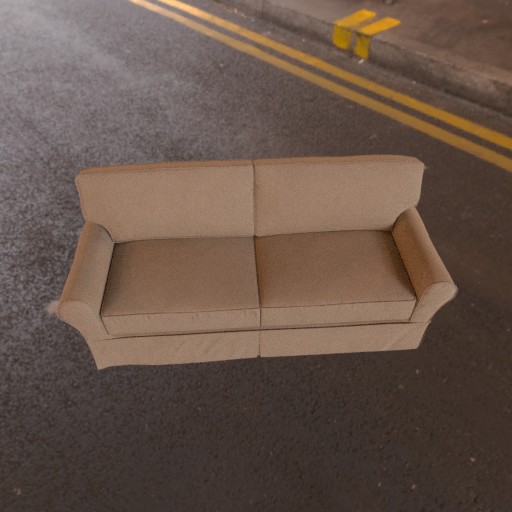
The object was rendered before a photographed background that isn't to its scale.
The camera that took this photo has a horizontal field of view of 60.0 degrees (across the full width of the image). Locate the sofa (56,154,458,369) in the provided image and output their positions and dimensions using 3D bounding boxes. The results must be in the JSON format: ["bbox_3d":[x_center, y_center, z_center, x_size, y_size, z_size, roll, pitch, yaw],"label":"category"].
[{"bbox_3d":[0.000,0.000,2.795,2.246,1.014,0.900,-3,46,-3],"label":"sofa"}]
